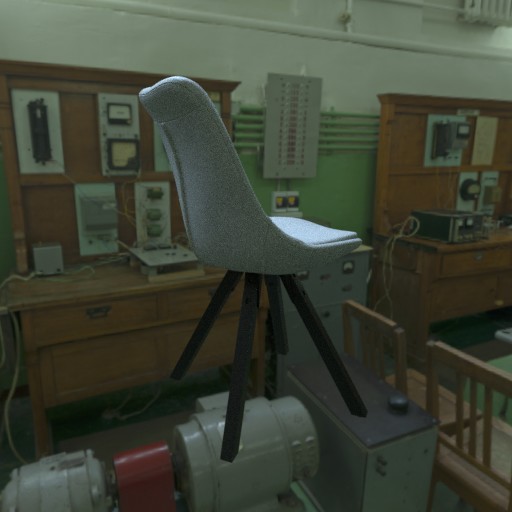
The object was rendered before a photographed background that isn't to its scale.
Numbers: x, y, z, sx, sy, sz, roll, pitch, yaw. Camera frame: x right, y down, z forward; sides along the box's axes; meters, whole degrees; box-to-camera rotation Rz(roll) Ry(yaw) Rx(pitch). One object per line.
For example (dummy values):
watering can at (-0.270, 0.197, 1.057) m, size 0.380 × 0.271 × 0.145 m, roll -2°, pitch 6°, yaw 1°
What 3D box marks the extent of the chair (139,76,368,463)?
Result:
chair at (0.000, 0.000, 1.201) m, size 0.550 × 0.850 × 0.485 m, roll -7°, pitch 15°, yaw -27°
